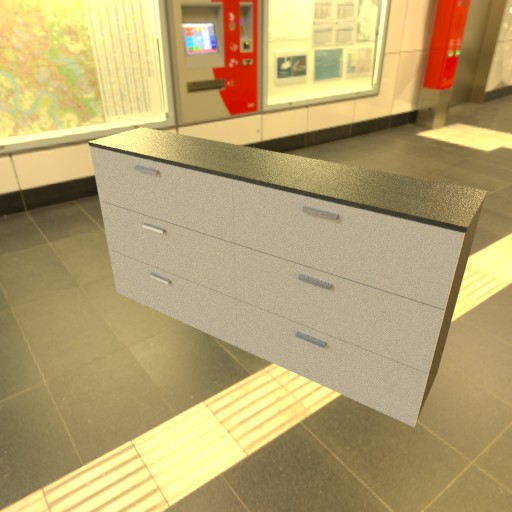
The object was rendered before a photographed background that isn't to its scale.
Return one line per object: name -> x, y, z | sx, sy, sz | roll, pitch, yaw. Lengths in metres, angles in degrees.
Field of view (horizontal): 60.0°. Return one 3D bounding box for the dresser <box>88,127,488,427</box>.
dresser -> 0.000, 0.000, 1.841 | 1.535, 0.790, 0.333 | 18, 34, 29
